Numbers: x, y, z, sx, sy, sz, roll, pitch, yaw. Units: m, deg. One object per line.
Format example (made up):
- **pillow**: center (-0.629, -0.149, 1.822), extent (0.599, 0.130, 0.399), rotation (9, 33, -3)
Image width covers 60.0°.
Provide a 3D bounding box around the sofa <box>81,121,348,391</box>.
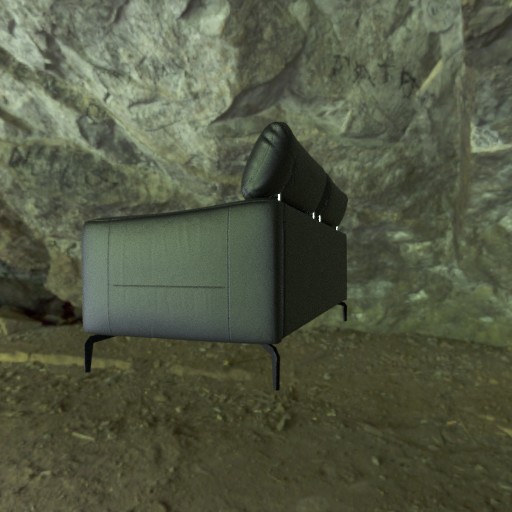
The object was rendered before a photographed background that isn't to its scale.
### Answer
- **sofa**: center (0.000, 0.000, 2.562), extent (0.856, 0.957, 2.069), rotation (0, -1, 18)
